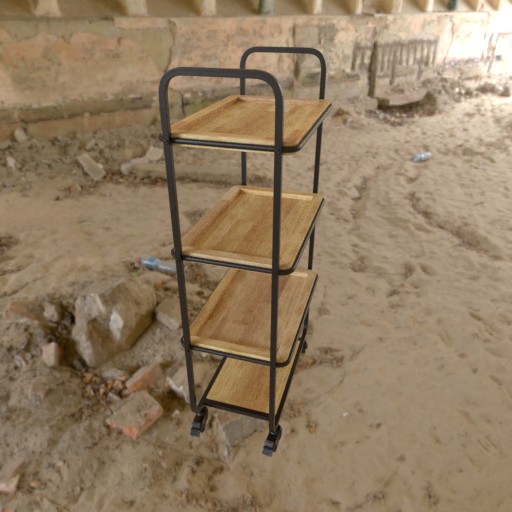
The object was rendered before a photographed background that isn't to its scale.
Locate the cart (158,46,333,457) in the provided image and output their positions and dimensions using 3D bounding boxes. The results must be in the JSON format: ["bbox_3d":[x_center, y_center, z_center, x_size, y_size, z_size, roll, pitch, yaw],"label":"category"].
[{"bbox_3d":[0.000,0.000,1.307,0.321,1.080,0.545,8,31,15],"label":"cart"}]
